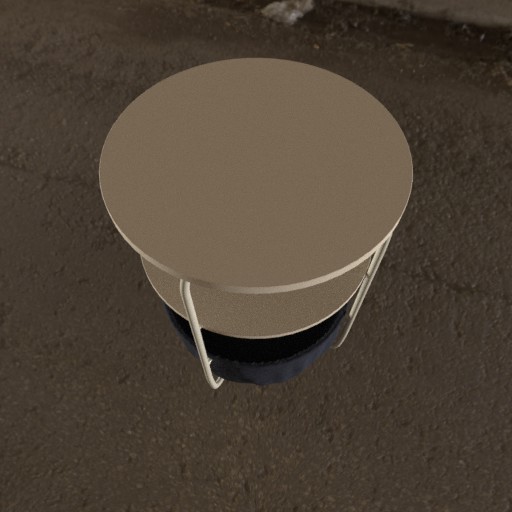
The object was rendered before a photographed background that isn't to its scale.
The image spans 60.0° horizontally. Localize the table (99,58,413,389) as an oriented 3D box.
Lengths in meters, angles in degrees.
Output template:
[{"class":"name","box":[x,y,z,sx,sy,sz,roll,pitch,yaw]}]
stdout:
[{"class":"table","box":[0.000,0.000,0.826,0.418,0.532,0.418,-16,59,-10]}]
